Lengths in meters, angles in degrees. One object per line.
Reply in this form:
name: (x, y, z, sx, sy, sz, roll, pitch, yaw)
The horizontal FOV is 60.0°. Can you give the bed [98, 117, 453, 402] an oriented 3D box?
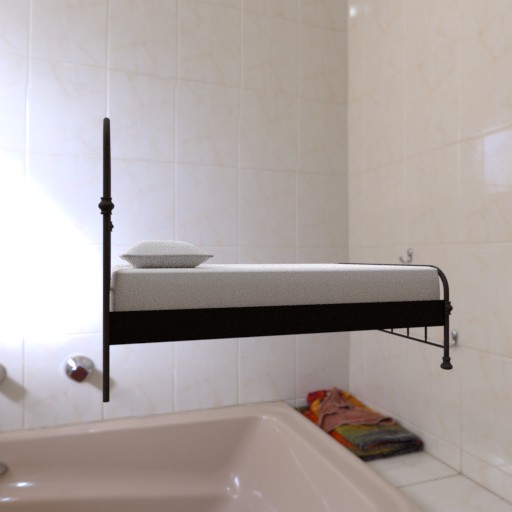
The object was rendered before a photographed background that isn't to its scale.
bed: (0.000, 0.000, 3.245, 2.134, 1.446, 1.616, 0, 0, -18)
